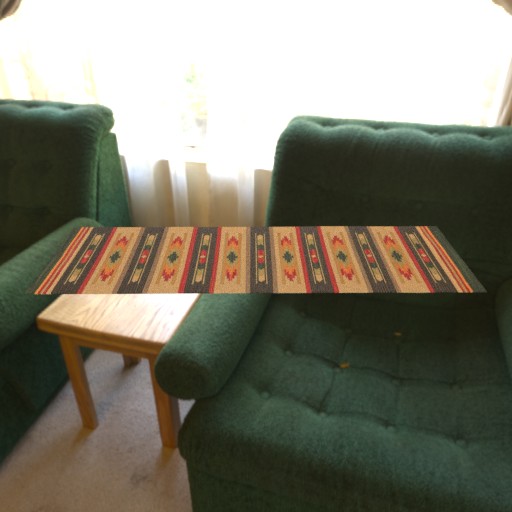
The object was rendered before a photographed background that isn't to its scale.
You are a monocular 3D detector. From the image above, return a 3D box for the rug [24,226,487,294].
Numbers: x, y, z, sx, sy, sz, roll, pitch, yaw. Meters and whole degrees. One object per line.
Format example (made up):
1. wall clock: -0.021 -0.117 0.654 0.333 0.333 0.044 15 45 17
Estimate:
1. rug: 0.000 0.000 2.655 2.440 0.009 0.760 0 31 0
